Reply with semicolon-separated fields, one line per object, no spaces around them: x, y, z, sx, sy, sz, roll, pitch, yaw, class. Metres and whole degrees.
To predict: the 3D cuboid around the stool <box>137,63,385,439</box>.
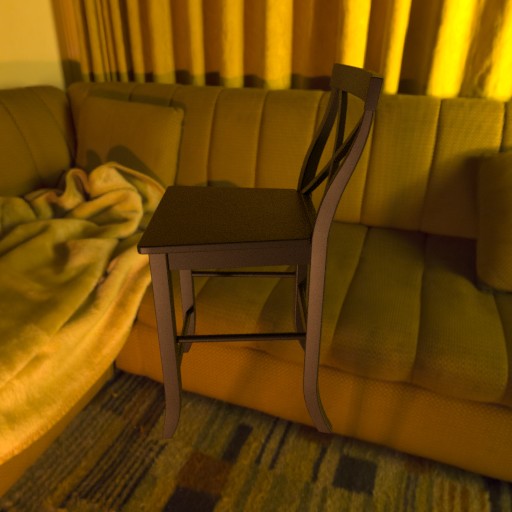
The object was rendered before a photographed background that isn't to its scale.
0.000;0.000;1.268;0.559;0.989;0.452;0;27;-1;stool
